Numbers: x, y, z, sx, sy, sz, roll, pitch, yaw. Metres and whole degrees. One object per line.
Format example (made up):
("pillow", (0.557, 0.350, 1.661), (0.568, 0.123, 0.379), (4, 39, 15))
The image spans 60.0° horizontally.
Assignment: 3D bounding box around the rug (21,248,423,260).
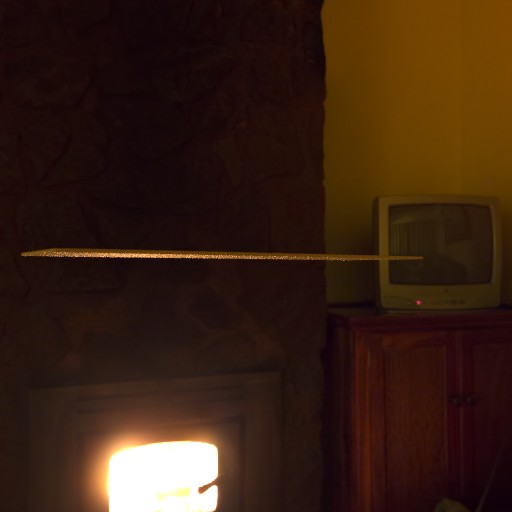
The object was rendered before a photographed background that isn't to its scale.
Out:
("rug", (0.000, 0.000, 2.526), (2.297, 0.019, 0.659), (1, -2, -37))
